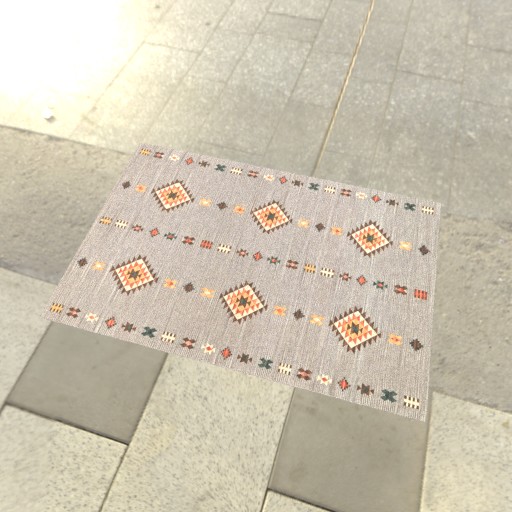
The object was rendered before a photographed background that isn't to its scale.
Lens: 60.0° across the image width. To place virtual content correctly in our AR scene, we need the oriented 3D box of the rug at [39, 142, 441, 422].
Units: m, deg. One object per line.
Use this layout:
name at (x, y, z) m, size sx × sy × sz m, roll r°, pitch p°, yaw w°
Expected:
rug at (0.000, 0.000, 2.304) m, size 1.818 × 0.005 × 1.217 m, roll 13°, pitch 59°, yaw 8°
